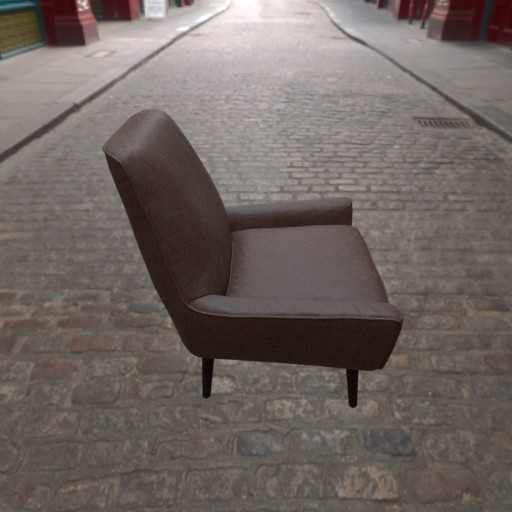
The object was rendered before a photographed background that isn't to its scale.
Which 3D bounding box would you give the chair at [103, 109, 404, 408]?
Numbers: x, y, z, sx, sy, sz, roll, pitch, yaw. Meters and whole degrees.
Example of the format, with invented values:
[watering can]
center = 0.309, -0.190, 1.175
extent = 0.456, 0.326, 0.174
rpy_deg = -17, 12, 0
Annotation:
[chair]
center = 0.000, 0.000, 1.513
extent = 0.824, 0.888, 0.787
rpy_deg = 0, 32, 0
